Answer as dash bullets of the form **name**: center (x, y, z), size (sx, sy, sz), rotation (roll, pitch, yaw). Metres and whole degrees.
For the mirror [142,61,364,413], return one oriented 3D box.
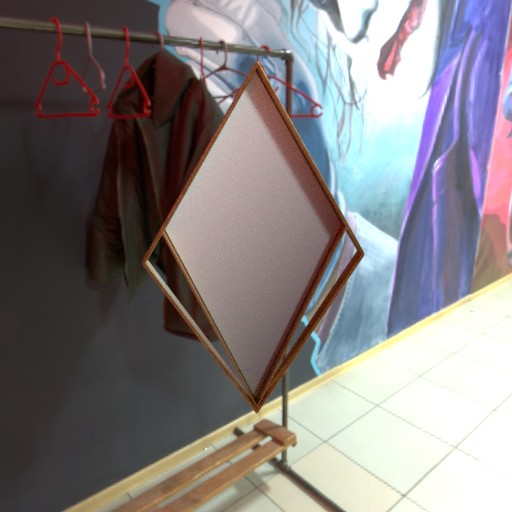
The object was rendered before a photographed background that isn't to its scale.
- **mirror**: center (0.000, 0.000, 0.843), size (0.419, 0.679, 0.032), rotation (-2, 17, -7)
